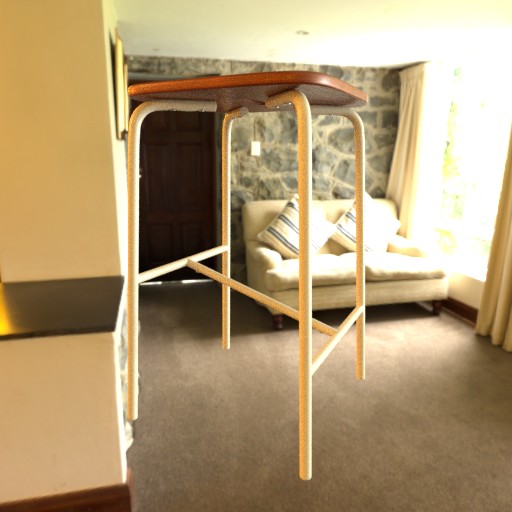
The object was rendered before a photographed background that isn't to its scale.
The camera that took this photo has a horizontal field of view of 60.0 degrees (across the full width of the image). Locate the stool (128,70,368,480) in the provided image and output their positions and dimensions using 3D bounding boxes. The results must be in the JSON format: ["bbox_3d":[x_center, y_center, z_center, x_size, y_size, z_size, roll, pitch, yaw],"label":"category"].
[{"bbox_3d":[0.000,0.000,0.872,0.376,0.610,0.376,6,14,26],"label":"stool"}]
